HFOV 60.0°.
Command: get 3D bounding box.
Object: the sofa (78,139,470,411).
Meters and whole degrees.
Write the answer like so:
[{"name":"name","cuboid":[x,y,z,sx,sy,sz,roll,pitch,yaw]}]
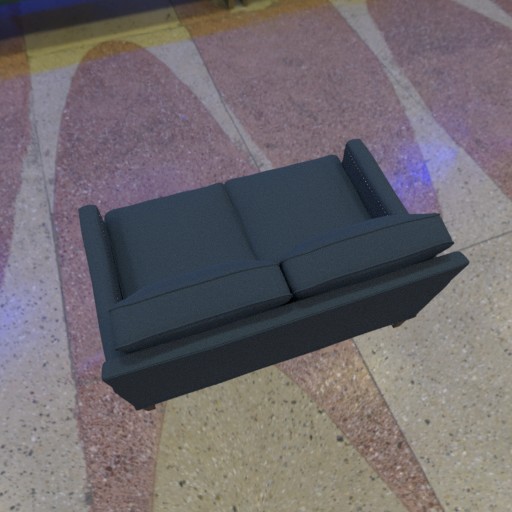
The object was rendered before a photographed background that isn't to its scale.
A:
[{"name":"sofa","cuboid":[0.000,0.000,2.243,1.597,1.003,1.084,-16,59,-10]}]
